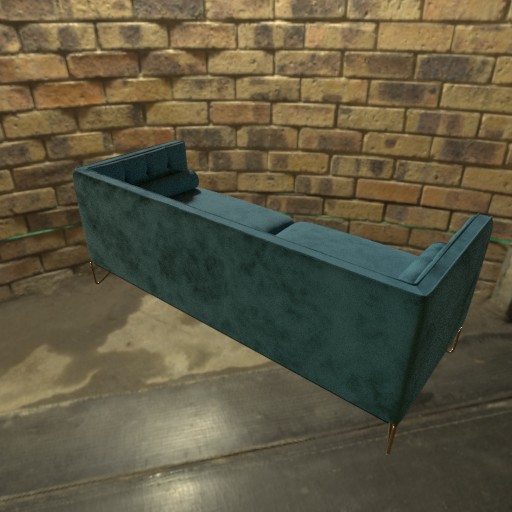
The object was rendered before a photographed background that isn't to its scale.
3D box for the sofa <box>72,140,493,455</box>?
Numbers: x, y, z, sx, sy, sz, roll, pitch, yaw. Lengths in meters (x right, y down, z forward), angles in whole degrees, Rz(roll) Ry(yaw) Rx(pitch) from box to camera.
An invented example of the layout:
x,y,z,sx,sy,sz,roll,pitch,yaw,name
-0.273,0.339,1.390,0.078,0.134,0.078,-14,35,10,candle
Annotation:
x,y,z,sx,sy,sz,roll,pitch,yaw,name
0.000,0.000,2.438,2.087,0.789,0.867,22,36,33,sofa
